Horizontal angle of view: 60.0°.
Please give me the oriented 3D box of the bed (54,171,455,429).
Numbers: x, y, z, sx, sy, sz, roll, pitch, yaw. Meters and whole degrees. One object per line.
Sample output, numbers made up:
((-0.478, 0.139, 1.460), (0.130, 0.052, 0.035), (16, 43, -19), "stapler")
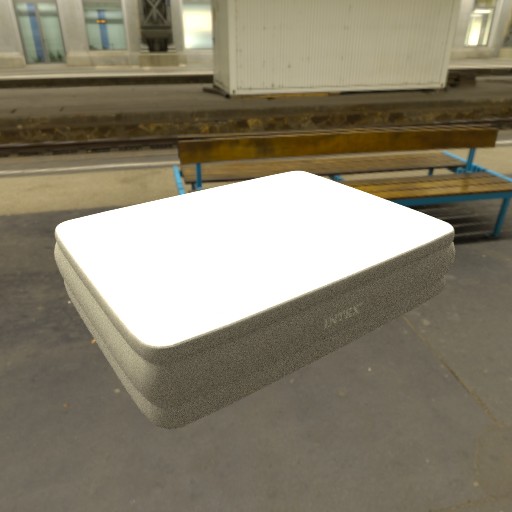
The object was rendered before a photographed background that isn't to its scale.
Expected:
((0.000, 0.000, 2.678), (2.036, 0.460, 1.520), (-18, 33, -31), "bed")
